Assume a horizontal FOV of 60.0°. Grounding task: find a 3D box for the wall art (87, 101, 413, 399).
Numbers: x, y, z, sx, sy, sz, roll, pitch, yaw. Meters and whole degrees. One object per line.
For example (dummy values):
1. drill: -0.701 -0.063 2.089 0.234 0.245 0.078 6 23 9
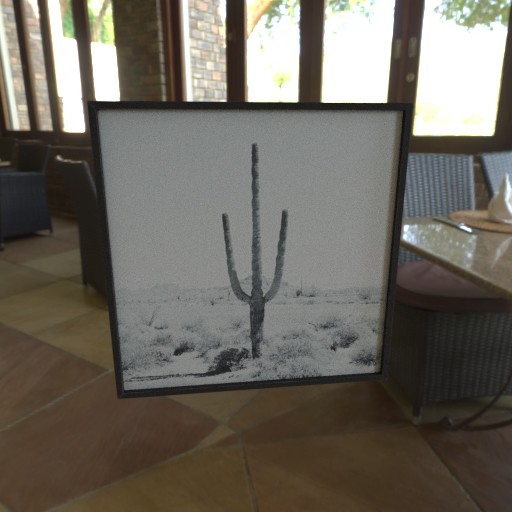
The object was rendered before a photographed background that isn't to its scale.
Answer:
1. wall art: 0.000 0.000 0.775 0.508 0.508 0.038 -2 17 -7
